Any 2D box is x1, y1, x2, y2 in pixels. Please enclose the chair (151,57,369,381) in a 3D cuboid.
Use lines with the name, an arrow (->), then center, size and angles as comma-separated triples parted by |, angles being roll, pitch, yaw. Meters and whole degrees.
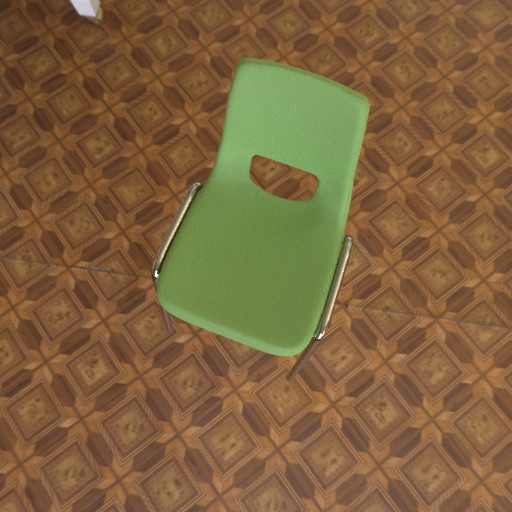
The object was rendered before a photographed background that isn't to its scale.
chair -> 0.000, 0.000, 0.959 | 0.381, 0.704, 0.436 | 20, 76, 5
